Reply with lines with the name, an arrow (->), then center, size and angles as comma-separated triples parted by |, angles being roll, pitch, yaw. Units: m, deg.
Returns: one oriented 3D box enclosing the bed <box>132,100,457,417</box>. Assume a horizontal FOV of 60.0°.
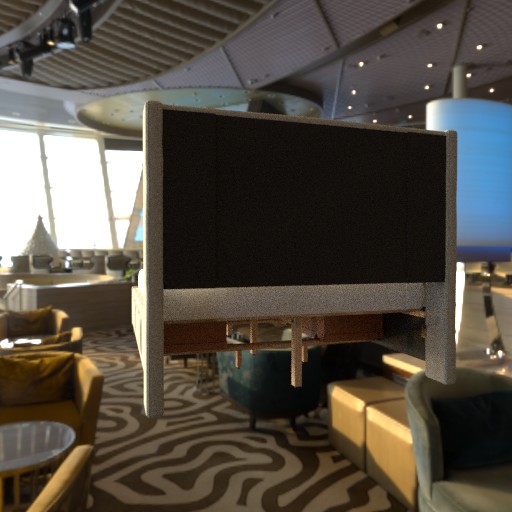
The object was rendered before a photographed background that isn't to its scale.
bed -> 0.000, 0.000, 3.377 | 1.774, 1.491, 2.222 | 0, 1, -18
